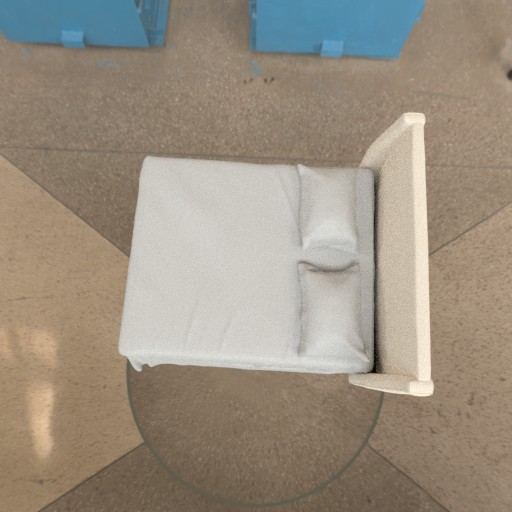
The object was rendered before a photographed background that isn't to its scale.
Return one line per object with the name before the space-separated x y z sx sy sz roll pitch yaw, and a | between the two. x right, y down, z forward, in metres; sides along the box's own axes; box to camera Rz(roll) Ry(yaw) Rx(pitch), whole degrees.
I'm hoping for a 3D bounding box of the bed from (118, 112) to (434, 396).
bed | 0.000 0.000 3.522 2.276 1.332 1.925 4 76 1
